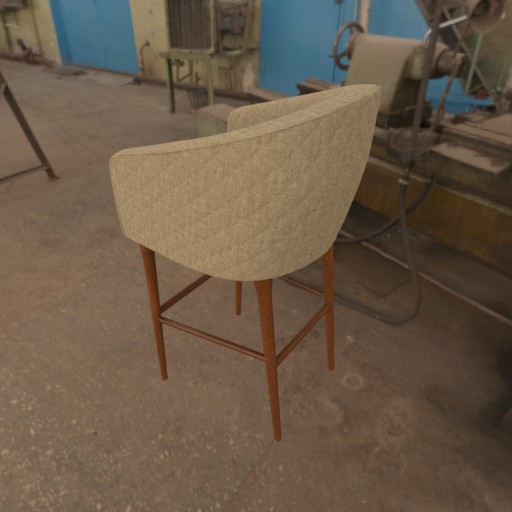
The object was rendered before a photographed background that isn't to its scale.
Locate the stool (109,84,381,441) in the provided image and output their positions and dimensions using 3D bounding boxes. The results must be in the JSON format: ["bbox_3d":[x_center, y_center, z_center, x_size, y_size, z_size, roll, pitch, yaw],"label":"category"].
[{"bbox_3d":[0.000,0.000,1.408,0.607,1.078,0.559,22,40,29],"label":"stool"}]
